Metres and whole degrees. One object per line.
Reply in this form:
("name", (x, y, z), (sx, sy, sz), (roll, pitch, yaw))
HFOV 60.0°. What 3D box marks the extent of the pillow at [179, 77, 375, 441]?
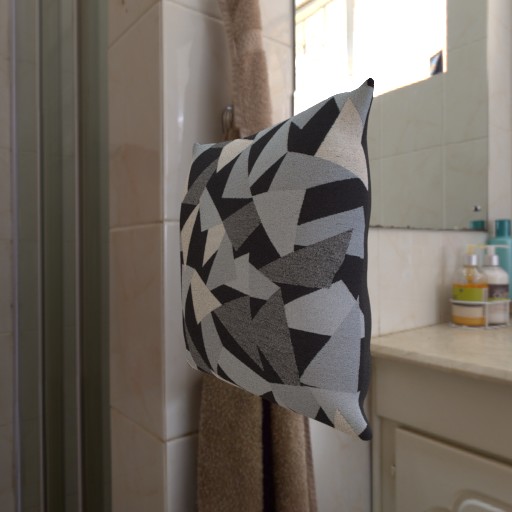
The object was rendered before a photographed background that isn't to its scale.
("pillow", (0.000, 0.000, 0.786), (0.208, 0.496, 0.503), (0, 0, -37))
